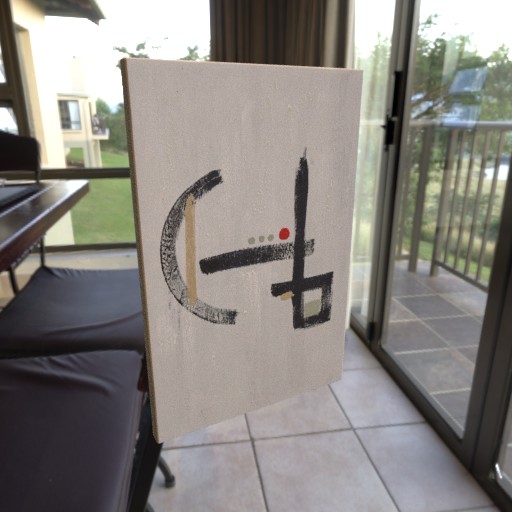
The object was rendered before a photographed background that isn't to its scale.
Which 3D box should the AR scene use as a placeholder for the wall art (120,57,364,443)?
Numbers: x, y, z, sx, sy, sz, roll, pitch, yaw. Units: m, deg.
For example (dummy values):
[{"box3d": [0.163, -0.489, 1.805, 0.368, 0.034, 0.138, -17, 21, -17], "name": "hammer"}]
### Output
[{"box3d": [0.000, 0.000, 1.151, 0.602, 0.916, 0.048, -10, 21, -27], "name": "wall art"}]
